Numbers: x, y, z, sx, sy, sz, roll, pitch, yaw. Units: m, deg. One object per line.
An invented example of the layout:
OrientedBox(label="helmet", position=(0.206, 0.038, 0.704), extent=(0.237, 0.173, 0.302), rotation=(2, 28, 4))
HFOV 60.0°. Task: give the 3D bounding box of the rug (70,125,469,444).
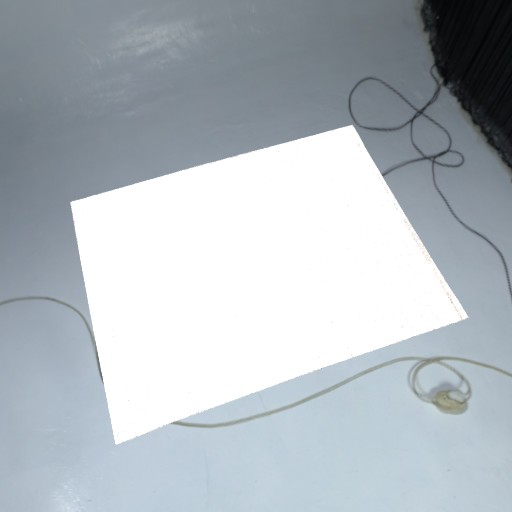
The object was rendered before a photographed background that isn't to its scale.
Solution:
OrientedBox(label="rug", position=(0.000, 0.000, 5.023), extent=(3.778, 0.053, 2.873), rotation=(-17, 64, -9))
